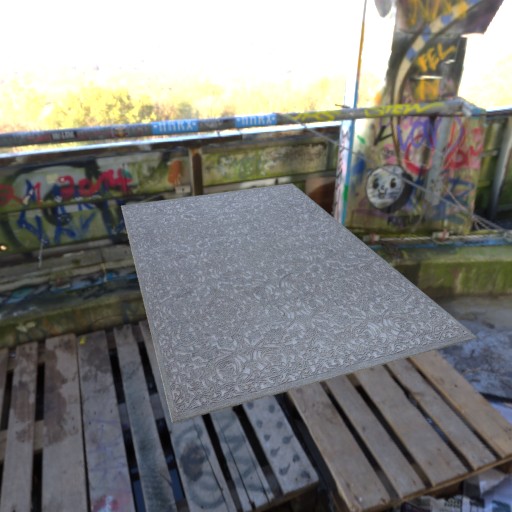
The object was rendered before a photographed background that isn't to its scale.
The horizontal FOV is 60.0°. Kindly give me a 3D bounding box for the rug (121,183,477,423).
[{"bbox_3d":[0.000,0.000,2.337,1.221,0.006,1.827,-10,31,-17],"label":"rug"}]
